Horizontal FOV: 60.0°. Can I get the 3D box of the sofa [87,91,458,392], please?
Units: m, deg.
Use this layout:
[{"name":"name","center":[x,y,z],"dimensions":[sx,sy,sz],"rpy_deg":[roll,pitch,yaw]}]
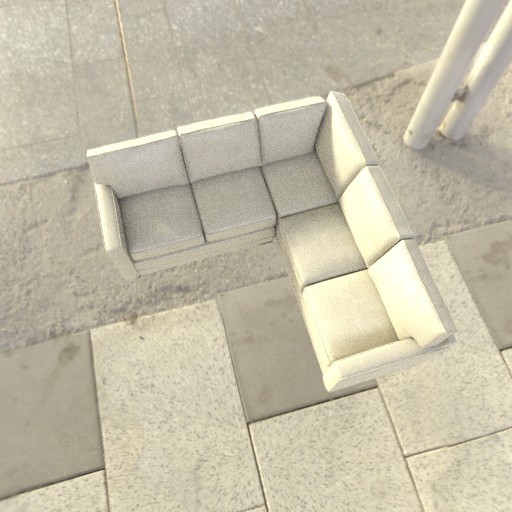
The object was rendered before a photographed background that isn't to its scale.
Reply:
[{"name":"sofa","center":[0.000,0.000,3.465],"dimensions":[2.188,0.936,2.211],"rpy_deg":[-15,66,-7]}]
